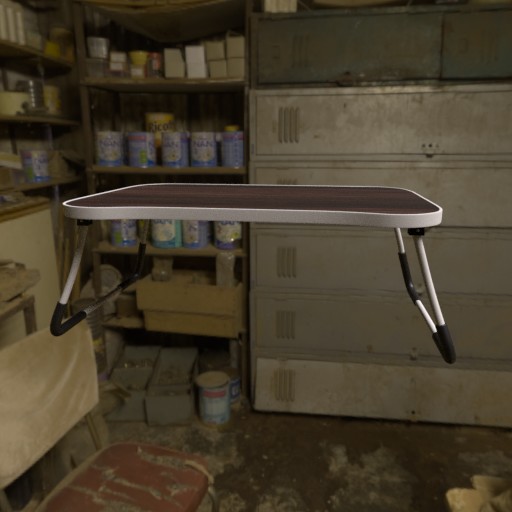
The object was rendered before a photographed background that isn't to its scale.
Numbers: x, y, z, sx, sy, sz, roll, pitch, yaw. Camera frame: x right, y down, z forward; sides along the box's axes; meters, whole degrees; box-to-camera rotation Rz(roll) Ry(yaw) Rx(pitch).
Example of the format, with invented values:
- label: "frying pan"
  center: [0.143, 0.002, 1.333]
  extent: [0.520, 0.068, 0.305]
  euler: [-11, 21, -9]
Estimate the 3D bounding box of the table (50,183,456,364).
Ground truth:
- label: "table"
  center: [0.000, 0.000, 0.844]
  extent: [0.660, 0.232, 0.400]
  euler: [2, 15, 8]
